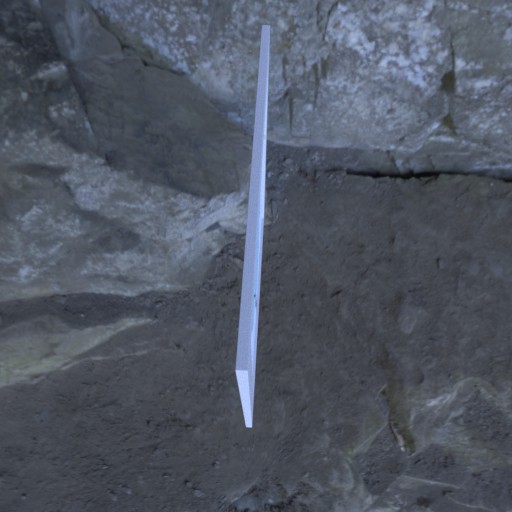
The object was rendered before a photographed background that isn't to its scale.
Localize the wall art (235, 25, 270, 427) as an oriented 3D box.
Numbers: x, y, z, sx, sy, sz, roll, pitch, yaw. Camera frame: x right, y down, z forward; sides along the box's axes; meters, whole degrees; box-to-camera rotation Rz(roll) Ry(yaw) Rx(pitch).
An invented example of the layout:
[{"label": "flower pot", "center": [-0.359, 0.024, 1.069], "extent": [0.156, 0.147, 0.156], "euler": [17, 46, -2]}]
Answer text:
[{"label": "wall art", "center": [0.000, 0.000, 0.867], "extent": [0.015, 0.577, 0.572], "euler": [3, 63, 1]}]
